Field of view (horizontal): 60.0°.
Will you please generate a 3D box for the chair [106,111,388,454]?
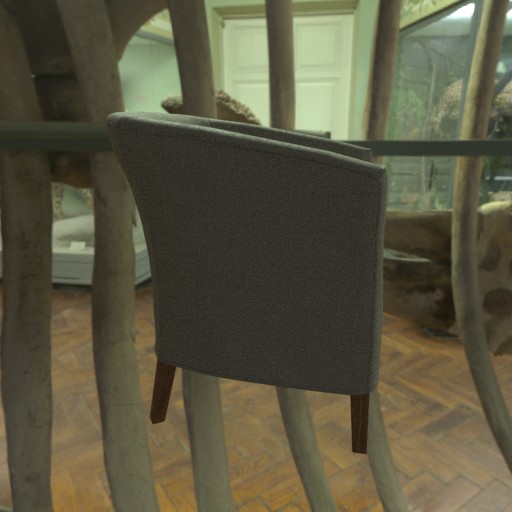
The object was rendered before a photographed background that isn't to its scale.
[{"bbox_3d":[0.000,0.000,1.241,0.668,0.771,0.600,3,17,11],"label":"chair"}]
